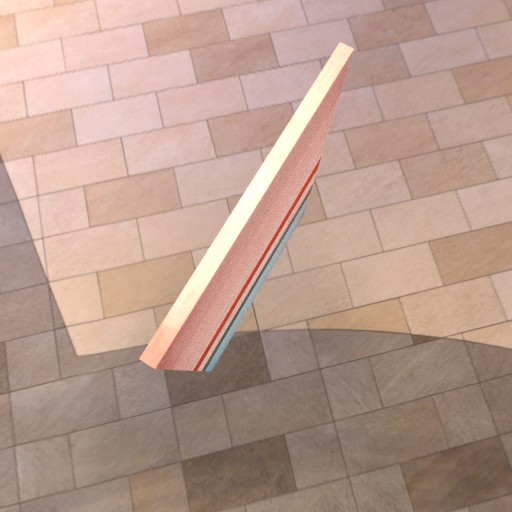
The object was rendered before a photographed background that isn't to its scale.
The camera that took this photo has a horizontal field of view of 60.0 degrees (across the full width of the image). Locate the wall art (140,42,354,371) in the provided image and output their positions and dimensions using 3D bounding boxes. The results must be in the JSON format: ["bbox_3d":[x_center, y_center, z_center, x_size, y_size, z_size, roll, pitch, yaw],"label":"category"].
[{"bbox_3d":[0.000,0.000,1.349,0.039,1.016,0.761,29,77,7],"label":"wall art"}]
